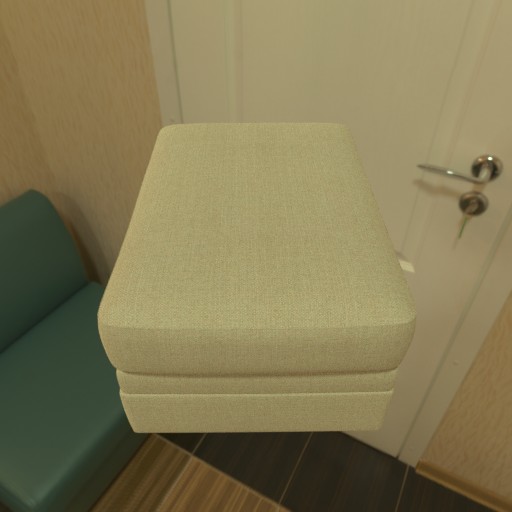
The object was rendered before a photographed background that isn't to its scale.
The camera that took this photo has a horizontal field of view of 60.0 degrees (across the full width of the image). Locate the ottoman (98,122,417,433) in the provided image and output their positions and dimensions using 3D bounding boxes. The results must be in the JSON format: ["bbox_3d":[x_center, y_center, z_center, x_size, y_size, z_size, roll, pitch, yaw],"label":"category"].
[{"bbox_3d":[0.000,0.000,1.267,0.637,0.478,0.885,0,41,0],"label":"ottoman"}]
